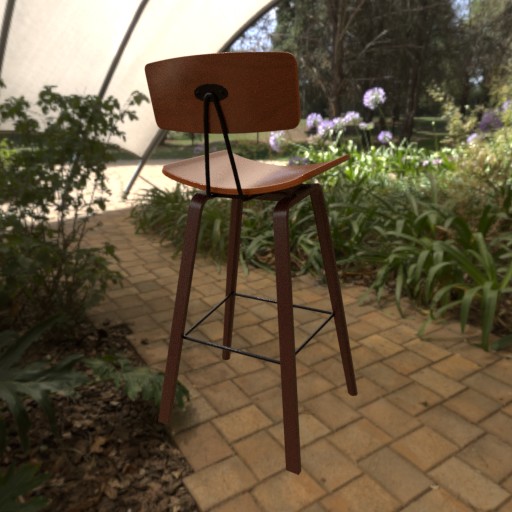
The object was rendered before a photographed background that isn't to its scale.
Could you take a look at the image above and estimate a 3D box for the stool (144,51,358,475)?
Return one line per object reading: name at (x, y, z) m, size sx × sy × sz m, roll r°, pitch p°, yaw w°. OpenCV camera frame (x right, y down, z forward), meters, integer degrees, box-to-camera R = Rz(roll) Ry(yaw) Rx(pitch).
stool at (0.000, 0.000, 1.222) m, size 0.509 × 0.969 × 0.440 m, roll 8°, pitch 18°, yaw 27°
